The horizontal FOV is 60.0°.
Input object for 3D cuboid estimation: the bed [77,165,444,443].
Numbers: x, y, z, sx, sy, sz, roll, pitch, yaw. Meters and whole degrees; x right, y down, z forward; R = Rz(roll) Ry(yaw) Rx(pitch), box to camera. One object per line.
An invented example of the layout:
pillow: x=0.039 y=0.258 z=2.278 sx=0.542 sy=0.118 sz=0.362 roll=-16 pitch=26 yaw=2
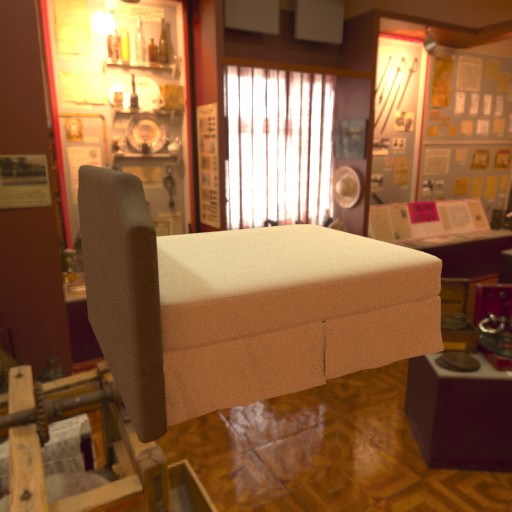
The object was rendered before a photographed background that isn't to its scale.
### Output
bed: x=0.000 y=0.000 z=3.227 sx=2.181 sy=1.297 sz=1.831 roll=-7 pitch=15 yaw=-27
